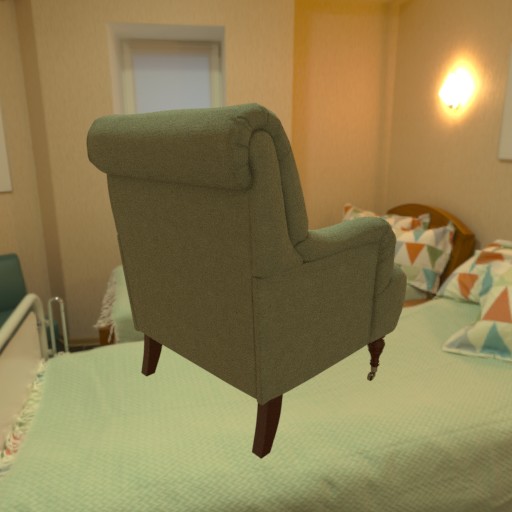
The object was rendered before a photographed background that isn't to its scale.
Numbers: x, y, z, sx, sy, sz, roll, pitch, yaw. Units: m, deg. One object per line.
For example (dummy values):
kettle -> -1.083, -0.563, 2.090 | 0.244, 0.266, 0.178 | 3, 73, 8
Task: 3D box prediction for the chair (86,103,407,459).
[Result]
chair -> 0.000, 0.000, 1.930 | 1.060, 1.178, 0.964 | -14, 20, -42
